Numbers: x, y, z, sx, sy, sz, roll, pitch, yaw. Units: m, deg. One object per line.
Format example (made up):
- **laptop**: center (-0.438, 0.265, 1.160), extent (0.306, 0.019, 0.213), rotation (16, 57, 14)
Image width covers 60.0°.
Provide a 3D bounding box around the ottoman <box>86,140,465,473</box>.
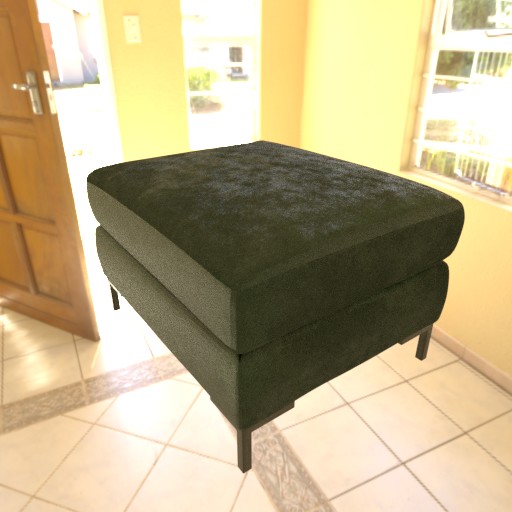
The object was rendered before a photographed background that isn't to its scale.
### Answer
- **ottoman**: center (0.000, 0.000, 1.298), extent (0.701, 0.538, 0.839), rotation (-18, 32, -32)
